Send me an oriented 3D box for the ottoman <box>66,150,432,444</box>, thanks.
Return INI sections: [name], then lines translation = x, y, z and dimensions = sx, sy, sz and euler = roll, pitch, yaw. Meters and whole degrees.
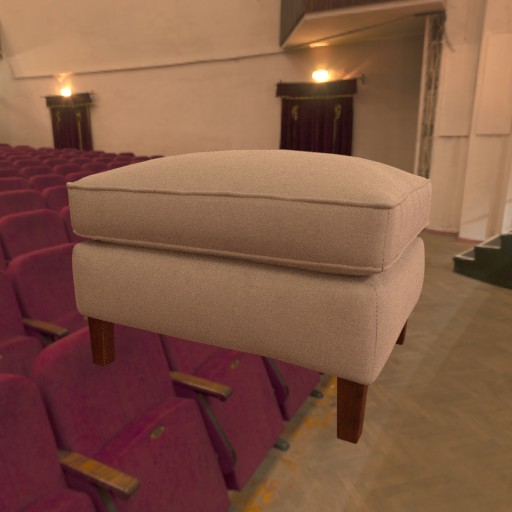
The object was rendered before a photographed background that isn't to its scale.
[ottoman]
translation = 0.000, 0.000, 0.978
dimensions = 0.665, 0.456, 0.501
euler = 7, 16, 27
